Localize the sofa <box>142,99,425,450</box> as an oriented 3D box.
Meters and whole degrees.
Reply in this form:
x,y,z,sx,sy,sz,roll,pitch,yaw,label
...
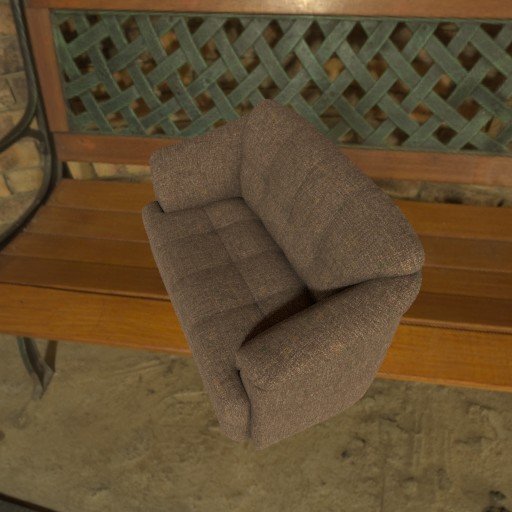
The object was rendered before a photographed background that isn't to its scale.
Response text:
x,y,z,sx,sy,sz,roll,pitch,yaw,label
0.000,0.000,1.999,0.799,0.895,1.404,-18,48,-17,sofa
